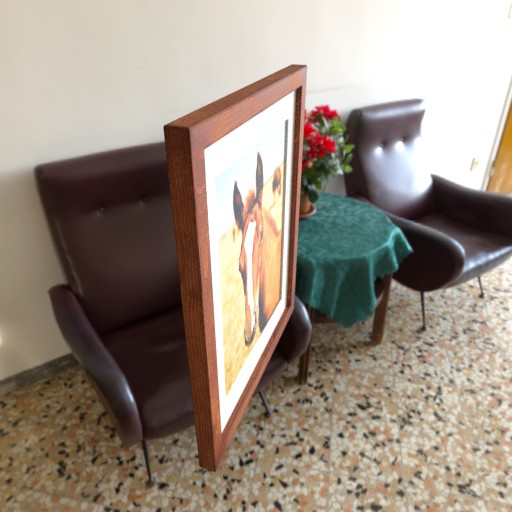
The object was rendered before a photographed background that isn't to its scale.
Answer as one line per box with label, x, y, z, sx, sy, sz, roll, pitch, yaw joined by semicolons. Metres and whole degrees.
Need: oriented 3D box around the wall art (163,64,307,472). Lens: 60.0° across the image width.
wall art;0.000;0.000;0.769;0.030;0.558;0.462;11;33;17
